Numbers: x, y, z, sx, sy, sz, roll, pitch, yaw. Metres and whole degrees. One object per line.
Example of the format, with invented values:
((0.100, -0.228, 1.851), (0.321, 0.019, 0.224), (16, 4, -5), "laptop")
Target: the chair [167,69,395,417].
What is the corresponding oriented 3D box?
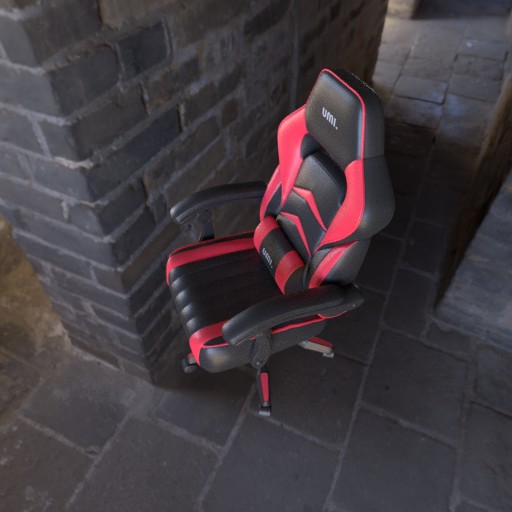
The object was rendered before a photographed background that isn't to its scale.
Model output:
((0.000, 0.000, 1.627), (0.700, 1.220, 0.700), (-17, 50, -15), "chair")
